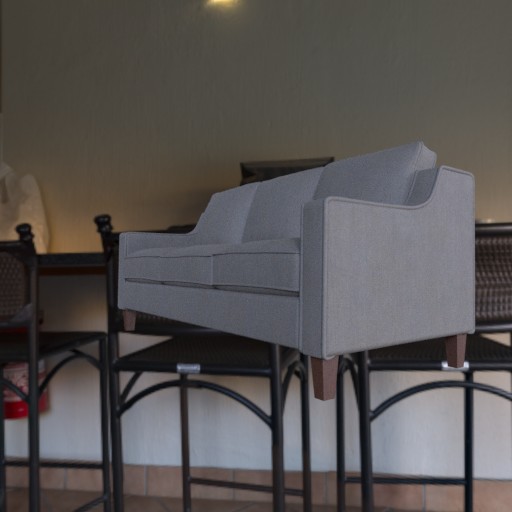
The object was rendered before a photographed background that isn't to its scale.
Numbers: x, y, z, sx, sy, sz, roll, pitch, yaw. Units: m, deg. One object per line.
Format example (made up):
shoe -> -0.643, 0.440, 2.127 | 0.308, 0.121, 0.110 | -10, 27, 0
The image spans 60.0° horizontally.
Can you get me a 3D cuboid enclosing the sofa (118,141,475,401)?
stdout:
sofa -> 0.000, 0.000, 2.447 | 0.911, 0.974, 1.986 | 1, -1, -35
